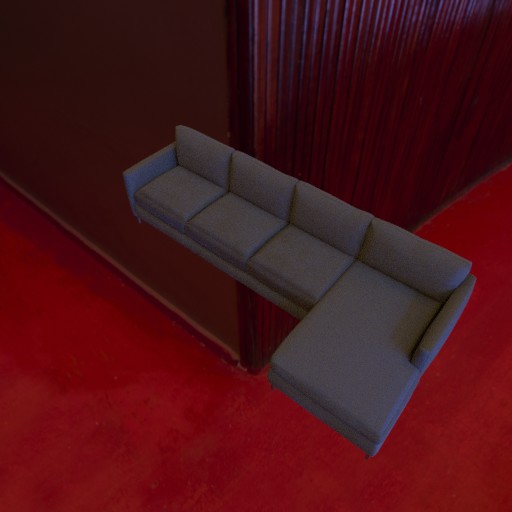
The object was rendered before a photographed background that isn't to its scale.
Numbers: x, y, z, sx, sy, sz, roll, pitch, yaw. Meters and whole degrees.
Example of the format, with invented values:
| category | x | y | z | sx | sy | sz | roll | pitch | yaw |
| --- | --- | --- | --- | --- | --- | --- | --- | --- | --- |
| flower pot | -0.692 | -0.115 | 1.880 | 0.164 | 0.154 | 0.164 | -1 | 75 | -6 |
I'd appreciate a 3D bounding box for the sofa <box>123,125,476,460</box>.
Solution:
| category | x | y | z | sx | sy | sz | roll | pitch | yaw |
| --- | --- | --- | --- | --- | --- | --- | --- | --- | --- |
| sofa | 0.000 | 0.000 | 3.234 | 2.725 | 0.756 | 1.255 | 31 | 54 | 26 |
